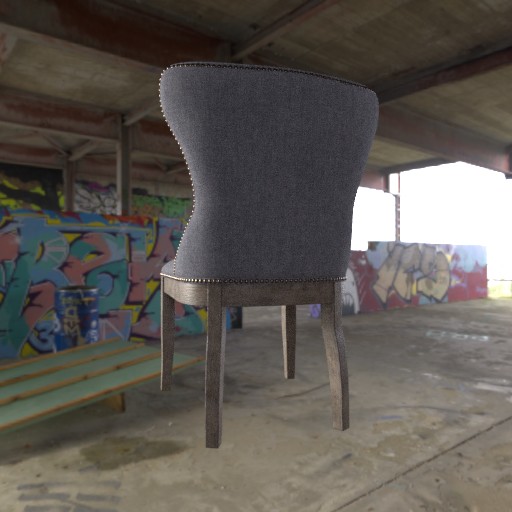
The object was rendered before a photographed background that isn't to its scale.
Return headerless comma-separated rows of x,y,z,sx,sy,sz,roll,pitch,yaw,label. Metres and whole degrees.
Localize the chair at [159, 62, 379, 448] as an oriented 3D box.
0.000,0.000,1.435,0.654,1.002,0.681,0,0,-18,chair
